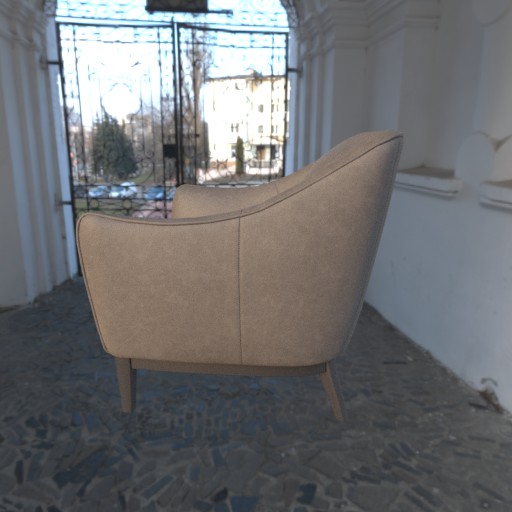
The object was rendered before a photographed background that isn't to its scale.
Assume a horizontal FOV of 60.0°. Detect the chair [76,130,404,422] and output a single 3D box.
[{"bbox_3d":[0.000,0.000,1.536,0.852,0.830,0.871,2,14,8],"label":"chair"}]
